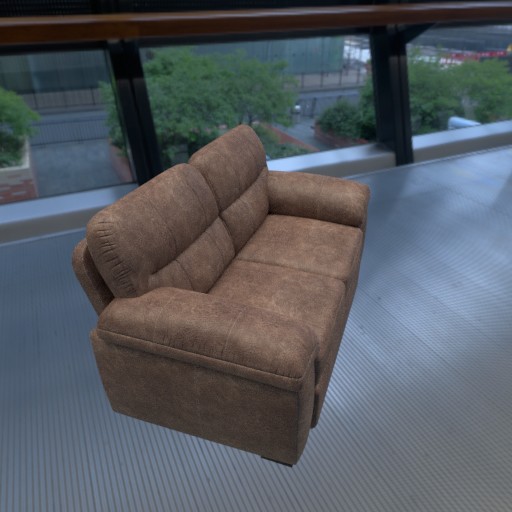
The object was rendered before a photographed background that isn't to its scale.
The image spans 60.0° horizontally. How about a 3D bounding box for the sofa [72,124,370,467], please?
[{"bbox_3d":[0.000,0.000,2.325,0.991,0.991,1.753,10,32,17],"label":"sofa"}]
